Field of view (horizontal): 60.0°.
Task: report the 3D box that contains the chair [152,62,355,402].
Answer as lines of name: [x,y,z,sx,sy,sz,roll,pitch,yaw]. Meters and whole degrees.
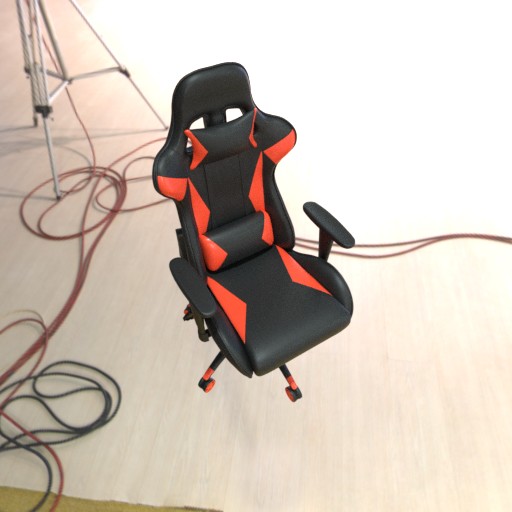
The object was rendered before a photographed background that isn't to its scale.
chair: [0.000,0.000,1.721,0.695,1.282,0.730,-24,52,-21]
